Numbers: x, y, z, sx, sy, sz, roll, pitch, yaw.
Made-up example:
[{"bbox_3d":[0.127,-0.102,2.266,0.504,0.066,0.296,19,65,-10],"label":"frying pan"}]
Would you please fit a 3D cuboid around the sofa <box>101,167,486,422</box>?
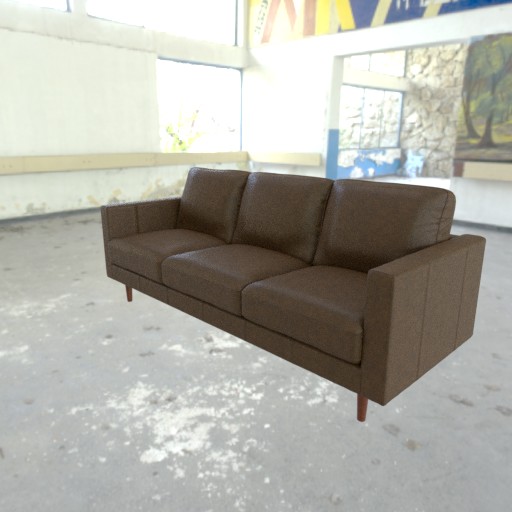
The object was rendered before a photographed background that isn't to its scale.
[{"bbox_3d":[0.000,0.000,2.637,0.903,0.930,2.231,-14,21,-42],"label":"sofa"}]
